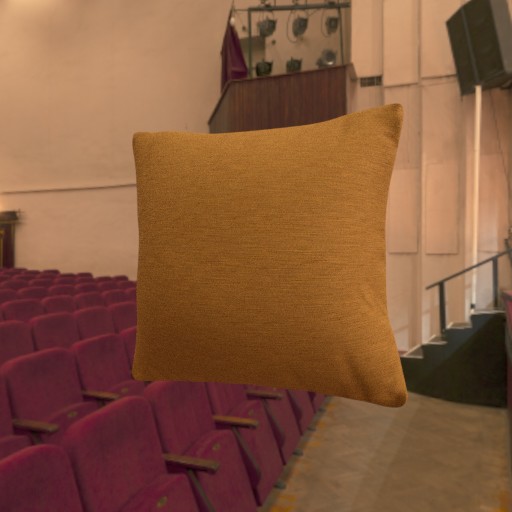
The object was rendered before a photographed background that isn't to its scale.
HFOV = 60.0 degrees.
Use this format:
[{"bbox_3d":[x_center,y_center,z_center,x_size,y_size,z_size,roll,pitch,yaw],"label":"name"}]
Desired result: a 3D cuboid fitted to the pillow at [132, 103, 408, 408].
[{"bbox_3d":[0.000,0.000,0.675,0.435,0.417,0.247,0,-1,19],"label":"pillow"}]
